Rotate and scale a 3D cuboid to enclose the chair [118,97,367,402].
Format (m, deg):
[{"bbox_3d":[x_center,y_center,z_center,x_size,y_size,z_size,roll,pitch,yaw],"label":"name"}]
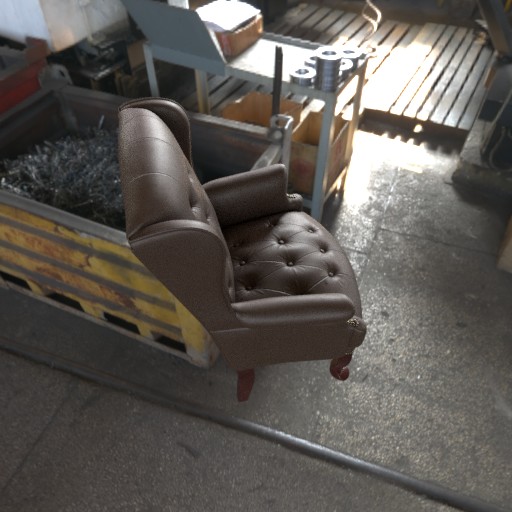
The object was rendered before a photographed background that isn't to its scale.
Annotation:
[{"bbox_3d":[0.000,0.000,1.714,0.819,1.132,0.829,-10,48,-9],"label":"chair"}]
